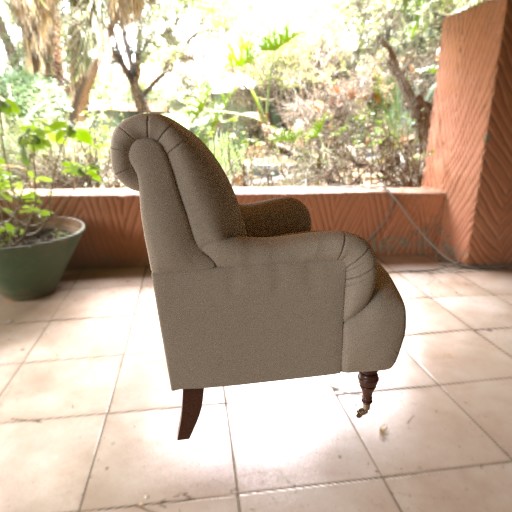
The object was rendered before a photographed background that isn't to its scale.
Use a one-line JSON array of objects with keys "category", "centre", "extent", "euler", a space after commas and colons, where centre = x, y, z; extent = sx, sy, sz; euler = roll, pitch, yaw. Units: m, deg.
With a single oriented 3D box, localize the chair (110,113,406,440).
[{"category": "chair", "centre": [0.000, 0.000, 1.556], "extent": [0.842, 0.942, 0.766], "euler": [-3, 16, -9]}]
